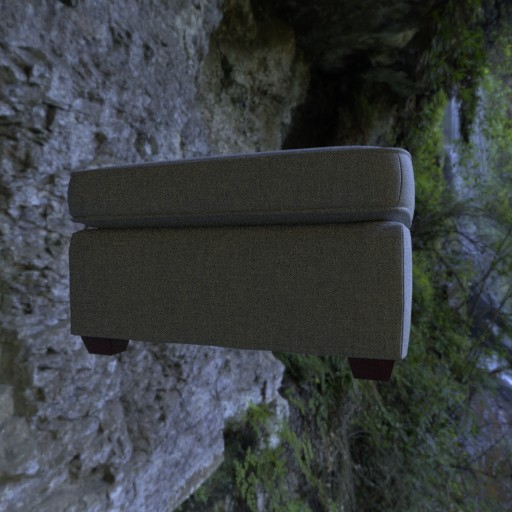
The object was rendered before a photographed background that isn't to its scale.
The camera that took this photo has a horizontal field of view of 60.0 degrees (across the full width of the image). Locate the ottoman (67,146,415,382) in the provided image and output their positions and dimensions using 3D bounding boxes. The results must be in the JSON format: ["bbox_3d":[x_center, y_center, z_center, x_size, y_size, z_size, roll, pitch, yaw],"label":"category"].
[{"bbox_3d":[0.000,0.000,1.131,0.762,0.457,0.559,0,0,20],"label":"ottoman"}]
